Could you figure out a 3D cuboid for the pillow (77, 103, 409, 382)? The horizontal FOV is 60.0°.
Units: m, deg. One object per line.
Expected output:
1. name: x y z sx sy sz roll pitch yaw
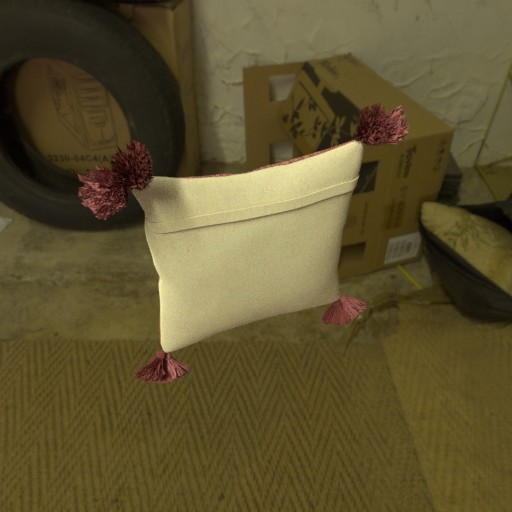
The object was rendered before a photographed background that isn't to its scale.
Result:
1. pillow: 0.000 0.000 0.983 0.641 0.659 0.138 -14 43 -15
